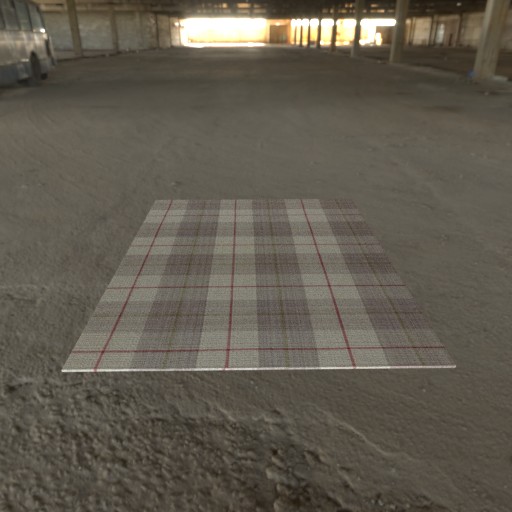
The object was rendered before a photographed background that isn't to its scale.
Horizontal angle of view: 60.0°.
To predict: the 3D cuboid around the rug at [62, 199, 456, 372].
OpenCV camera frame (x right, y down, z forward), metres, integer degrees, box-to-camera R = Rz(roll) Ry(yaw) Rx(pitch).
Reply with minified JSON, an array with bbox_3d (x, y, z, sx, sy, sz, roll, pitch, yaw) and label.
[{"bbox_3d":[0.000,0.000,3.926,2.317,0.016,2.959,0,27,-1],"label":"rug"}]
